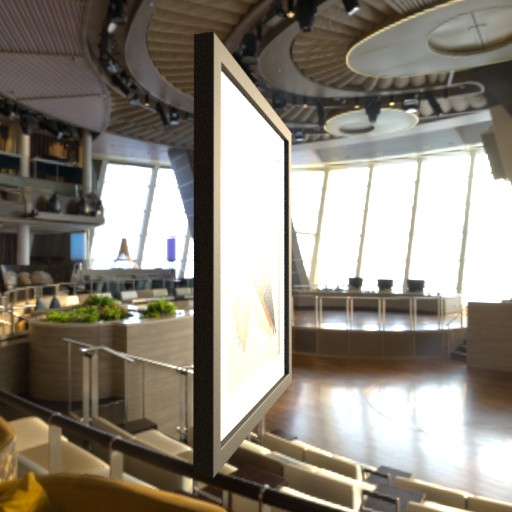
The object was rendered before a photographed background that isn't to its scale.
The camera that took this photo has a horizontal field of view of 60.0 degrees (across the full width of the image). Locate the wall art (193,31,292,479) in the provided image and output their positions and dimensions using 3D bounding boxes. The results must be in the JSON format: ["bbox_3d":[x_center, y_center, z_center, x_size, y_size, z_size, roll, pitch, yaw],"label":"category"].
[{"bbox_3d":[0.000,0.000,0.773,0.028,0.558,0.457,0,-1,17],"label":"wall art"}]
